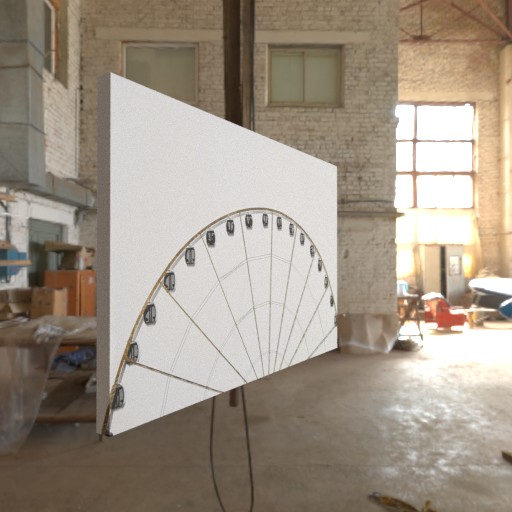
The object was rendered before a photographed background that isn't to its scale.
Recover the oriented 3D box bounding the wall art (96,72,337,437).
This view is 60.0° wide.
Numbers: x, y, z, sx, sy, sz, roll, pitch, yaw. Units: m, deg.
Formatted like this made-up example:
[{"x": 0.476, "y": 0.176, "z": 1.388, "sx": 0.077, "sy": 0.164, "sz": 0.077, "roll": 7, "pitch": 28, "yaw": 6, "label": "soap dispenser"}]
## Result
[{"x": 0.000, "y": 0.000, "z": 1.108, "sx": 0.038, "sy": 0.601, "sz": 0.898, "roll": 0, "pitch": -1, "yaw": 35, "label": "wall art"}]
